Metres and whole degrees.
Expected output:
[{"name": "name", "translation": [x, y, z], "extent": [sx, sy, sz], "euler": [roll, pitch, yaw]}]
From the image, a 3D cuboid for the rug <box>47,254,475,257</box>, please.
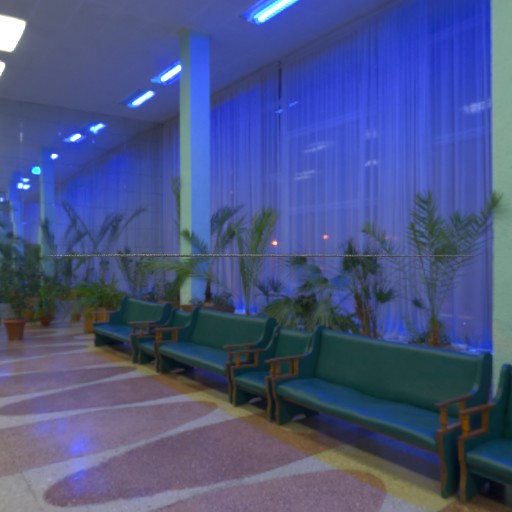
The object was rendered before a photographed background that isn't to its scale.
[{"name": "rug", "translation": [0.000, 0.000, 4.031], "extent": [3.057, 0.013, 2.434], "euler": [0, 0, -36]}]
